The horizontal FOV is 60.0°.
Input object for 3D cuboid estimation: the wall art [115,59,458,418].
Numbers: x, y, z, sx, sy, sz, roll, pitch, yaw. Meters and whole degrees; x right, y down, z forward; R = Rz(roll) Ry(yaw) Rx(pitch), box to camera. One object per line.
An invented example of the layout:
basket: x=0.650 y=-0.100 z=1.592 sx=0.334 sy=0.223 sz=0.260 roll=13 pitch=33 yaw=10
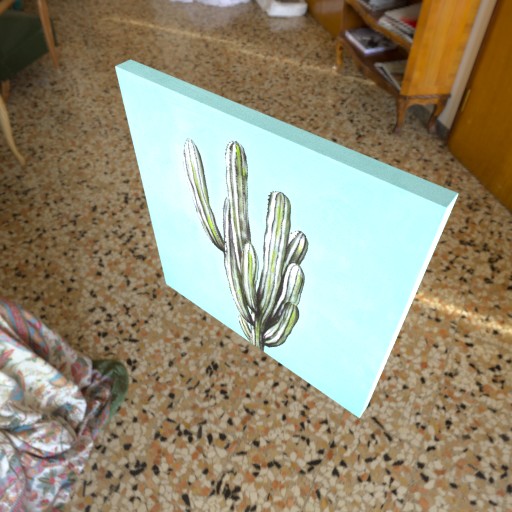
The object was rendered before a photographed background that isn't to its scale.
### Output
wall art: x=0.000 y=0.000 z=0.879 sx=0.603 sy=0.603 sz=0.036 roll=30 pitch=54 yaw=25
